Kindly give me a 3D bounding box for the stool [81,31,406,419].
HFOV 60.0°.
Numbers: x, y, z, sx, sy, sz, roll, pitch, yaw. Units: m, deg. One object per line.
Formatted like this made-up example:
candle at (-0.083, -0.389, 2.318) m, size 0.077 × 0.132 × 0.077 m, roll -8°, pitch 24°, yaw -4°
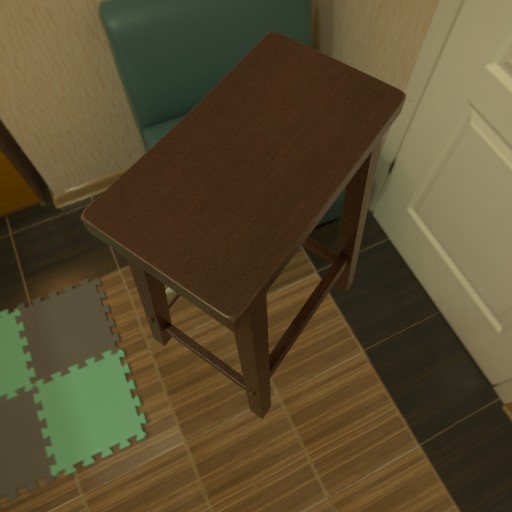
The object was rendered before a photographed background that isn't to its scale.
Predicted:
stool at (0.000, 0.000, 0.839) m, size 0.322 × 0.610 × 0.406 m, roll 32°, pitch 68°, yaw 15°
